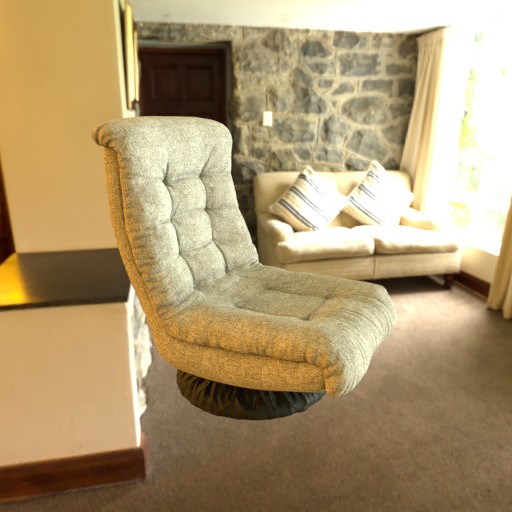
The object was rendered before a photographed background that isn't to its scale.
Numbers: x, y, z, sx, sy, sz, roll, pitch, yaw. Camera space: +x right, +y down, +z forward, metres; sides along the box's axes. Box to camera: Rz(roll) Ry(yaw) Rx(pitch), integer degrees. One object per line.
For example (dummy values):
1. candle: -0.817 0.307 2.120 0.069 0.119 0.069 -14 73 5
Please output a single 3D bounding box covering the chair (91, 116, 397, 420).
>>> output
1. chair: 0.000 0.000 0.991 0.583 0.600 0.400 9 18 27
